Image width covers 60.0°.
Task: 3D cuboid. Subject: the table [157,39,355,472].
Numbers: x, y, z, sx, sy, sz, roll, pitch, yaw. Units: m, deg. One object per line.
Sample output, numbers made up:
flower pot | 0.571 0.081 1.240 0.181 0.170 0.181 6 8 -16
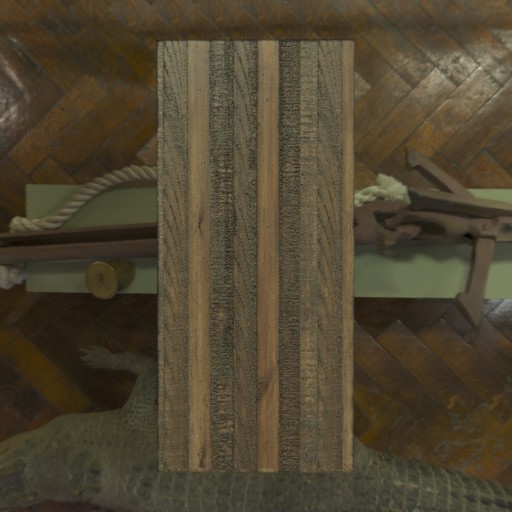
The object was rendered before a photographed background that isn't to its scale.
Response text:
table | 0.000 0.000 1.213 0.452 0.399 0.990 0 90 0
